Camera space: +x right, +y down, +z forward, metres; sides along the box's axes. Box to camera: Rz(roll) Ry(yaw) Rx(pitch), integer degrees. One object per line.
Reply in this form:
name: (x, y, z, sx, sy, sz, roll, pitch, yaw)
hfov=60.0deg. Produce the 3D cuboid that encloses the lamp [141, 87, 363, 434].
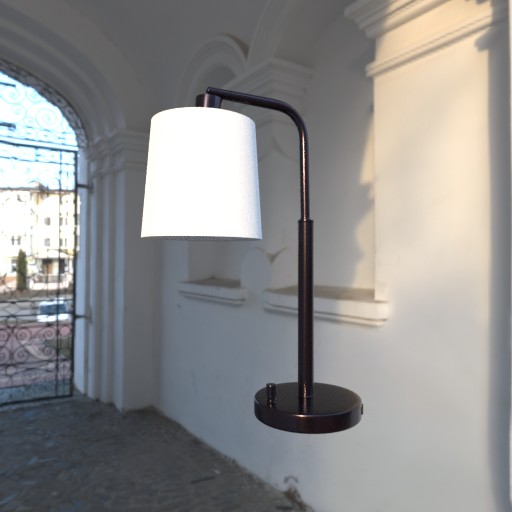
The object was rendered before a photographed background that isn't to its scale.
lamp: (0.000, 0.000, 0.662, 0.333, 0.489, 0.171, 0, 0, -18)
